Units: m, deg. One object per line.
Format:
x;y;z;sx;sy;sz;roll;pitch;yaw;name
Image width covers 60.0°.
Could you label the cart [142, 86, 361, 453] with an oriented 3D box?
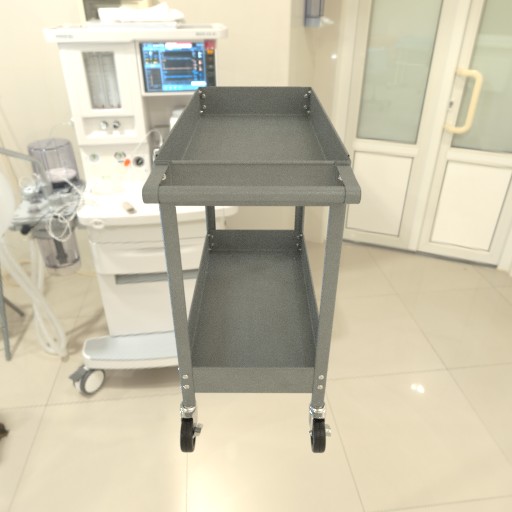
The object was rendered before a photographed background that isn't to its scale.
0.000;0.000;1.176;0.366;0.719;0.779;0;31;0;cart
